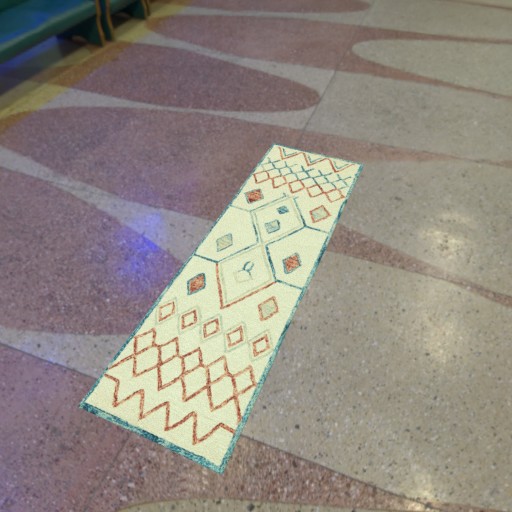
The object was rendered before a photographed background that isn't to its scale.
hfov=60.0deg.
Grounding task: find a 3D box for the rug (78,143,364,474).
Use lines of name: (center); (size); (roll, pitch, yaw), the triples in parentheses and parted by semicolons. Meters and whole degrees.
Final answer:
rug: (0.000, 0.000, 2.728); (0.750, 0.011, 2.435); (17, 49, 16)
